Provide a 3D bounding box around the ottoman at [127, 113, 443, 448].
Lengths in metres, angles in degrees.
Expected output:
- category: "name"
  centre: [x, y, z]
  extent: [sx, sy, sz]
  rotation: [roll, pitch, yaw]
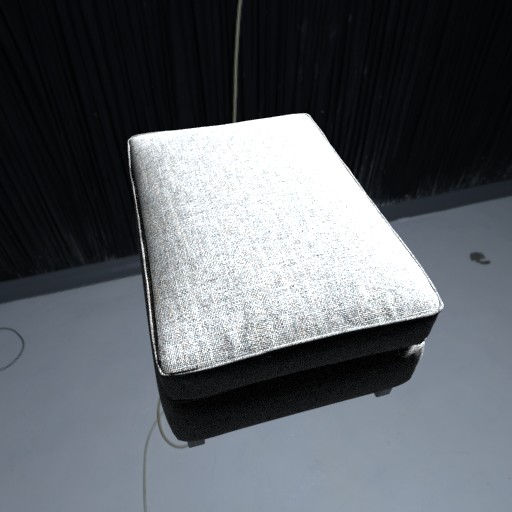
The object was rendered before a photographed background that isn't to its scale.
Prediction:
- category: "ottoman"
  centre: [0.000, 0.000, 0.991]
  extent: [0.508, 0.406, 0.686]
  rotation: [-11, 47, -11]
